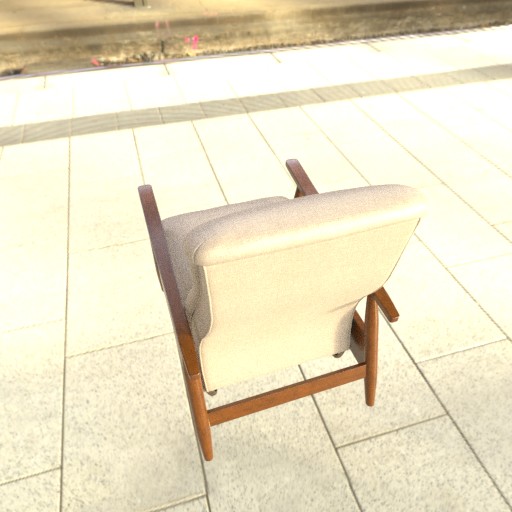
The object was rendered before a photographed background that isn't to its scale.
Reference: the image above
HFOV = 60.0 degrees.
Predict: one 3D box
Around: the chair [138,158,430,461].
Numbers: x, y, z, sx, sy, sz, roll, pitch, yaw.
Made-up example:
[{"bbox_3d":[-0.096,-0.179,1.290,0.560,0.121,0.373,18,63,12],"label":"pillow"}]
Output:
[{"bbox_3d":[0.000,0.000,1.750,0.762,1.082,1.030,-13,44,-14],"label":"chair"}]
